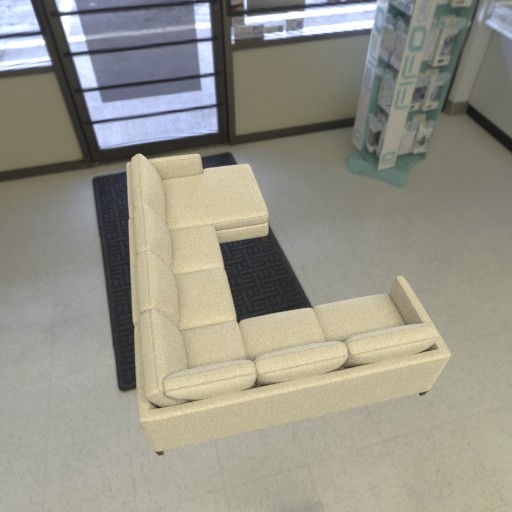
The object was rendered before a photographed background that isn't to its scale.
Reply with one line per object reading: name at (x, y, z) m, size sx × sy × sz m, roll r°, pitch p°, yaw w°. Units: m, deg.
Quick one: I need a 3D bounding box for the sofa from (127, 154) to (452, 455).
sofa at (0.000, 0.000, 4.709) m, size 2.551 × 0.889 × 3.403 m, roll -9°, pitch 47°, yaw -9°
